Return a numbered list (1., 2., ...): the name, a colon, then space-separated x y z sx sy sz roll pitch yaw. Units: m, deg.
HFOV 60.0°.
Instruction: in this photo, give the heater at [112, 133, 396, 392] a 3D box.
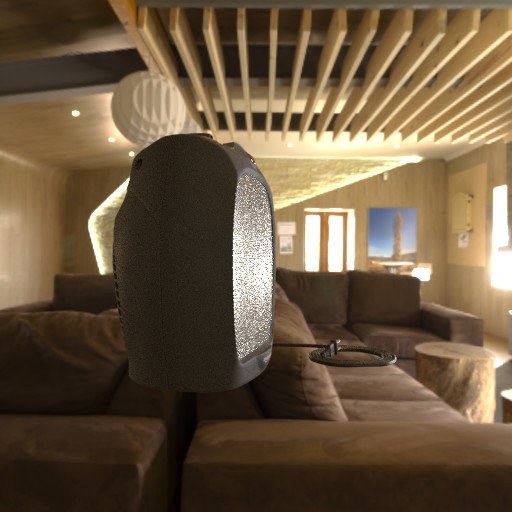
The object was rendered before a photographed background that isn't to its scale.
1. heater: 0.000 0.000 0.475 0.291 0.240 0.239 0 0 16
